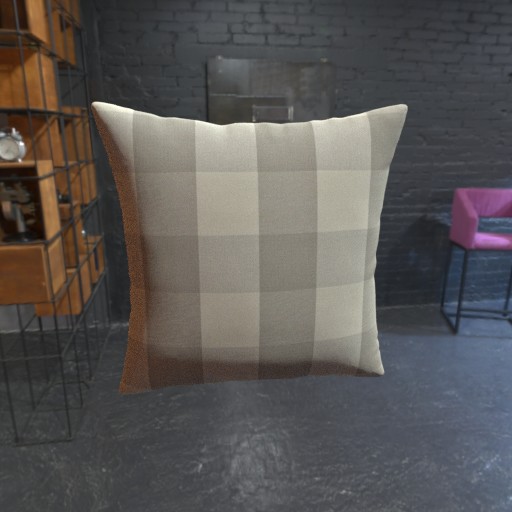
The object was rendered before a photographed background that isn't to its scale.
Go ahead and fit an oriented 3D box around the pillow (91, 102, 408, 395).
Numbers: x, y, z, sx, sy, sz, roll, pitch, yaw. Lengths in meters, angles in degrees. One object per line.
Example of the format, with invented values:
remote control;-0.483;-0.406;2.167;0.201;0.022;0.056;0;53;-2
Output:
pillow;0.000;0.000;0.779;0.511;0.509;0.161;-2;16;-7
